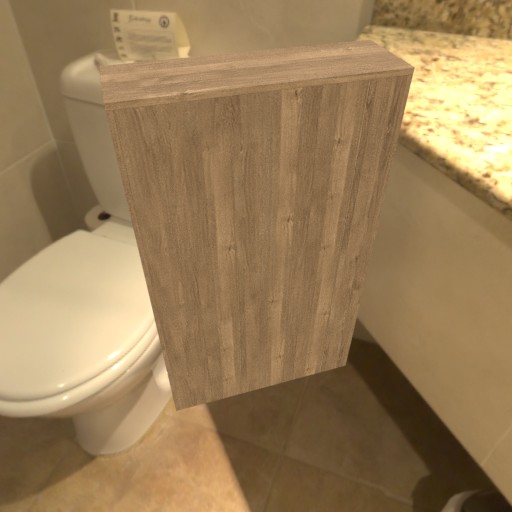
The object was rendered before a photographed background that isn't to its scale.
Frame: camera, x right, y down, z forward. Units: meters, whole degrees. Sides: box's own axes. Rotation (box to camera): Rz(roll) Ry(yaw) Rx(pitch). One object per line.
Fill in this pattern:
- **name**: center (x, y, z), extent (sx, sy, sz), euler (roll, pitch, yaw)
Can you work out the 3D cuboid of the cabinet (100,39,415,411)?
- **cabinet**: center (0.000, 0.000, 1.537), extent (0.750, 1.280, 0.250), euler (-11, 43, -12)
